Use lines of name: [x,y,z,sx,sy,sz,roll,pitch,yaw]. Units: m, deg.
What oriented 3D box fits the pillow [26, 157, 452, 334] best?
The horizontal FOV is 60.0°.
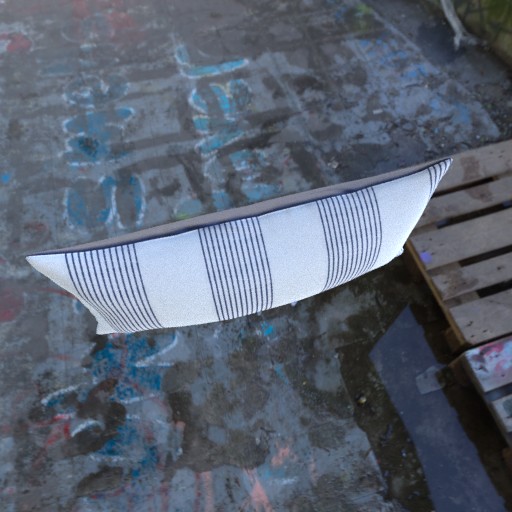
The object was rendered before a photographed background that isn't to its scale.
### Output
pillow: [0.000,0.000,0.728,0.610,0.287,0.151,-14,62,-8]
